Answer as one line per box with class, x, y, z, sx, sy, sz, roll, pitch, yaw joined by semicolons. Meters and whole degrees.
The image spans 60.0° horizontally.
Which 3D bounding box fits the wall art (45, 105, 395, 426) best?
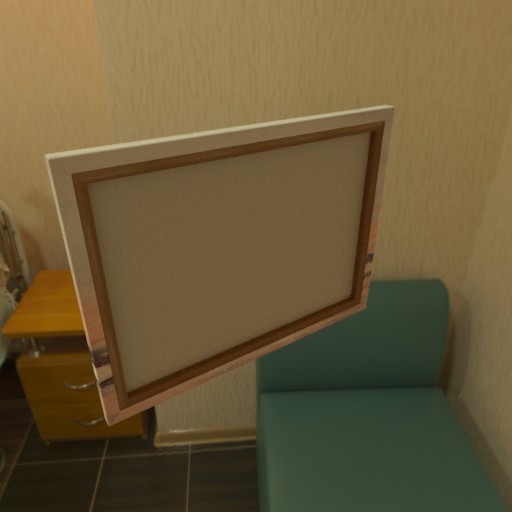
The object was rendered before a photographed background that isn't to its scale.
wall art;0.000;0.000;1.318;1.015;0.763;0.038;-18;33;-29
